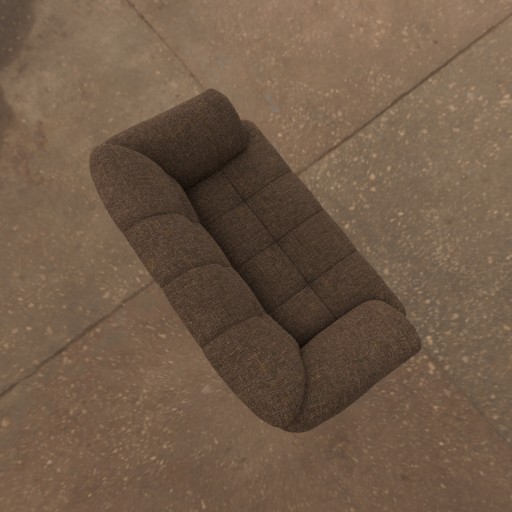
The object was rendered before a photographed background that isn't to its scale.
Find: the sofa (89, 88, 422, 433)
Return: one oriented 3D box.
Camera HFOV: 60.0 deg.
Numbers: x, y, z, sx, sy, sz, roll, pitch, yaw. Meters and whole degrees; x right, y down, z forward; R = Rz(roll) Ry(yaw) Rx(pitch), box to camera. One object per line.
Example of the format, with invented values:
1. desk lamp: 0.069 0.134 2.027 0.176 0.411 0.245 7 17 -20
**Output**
1. sofa: 0.000 0.000 1.957 0.799 0.895 1.404 -35 77 -9
